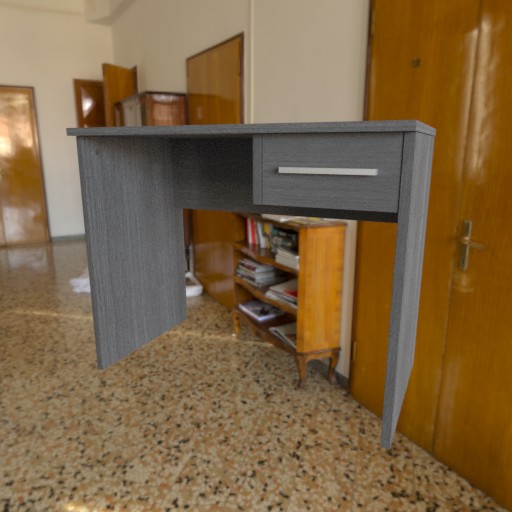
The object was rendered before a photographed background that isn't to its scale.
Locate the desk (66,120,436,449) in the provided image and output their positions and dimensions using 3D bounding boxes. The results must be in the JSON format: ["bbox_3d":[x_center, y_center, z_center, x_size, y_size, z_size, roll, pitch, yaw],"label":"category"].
[{"bbox_3d":[0.000,0.000,1.310,0.893,0.724,0.498,6,15,25],"label":"desk"}]
